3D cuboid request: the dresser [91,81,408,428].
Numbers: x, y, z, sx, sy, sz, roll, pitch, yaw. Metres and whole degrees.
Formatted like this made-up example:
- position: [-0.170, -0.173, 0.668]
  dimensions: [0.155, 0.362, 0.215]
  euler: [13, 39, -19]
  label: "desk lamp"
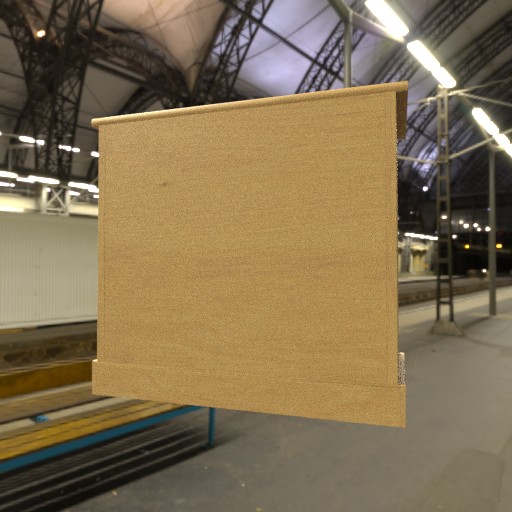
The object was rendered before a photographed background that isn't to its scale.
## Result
- position: [0.000, 0.000, 1.412]
  dimensions: [0.915, 0.835, 0.440]
  euler: [0, -1, 18]
  label: "dresser"
